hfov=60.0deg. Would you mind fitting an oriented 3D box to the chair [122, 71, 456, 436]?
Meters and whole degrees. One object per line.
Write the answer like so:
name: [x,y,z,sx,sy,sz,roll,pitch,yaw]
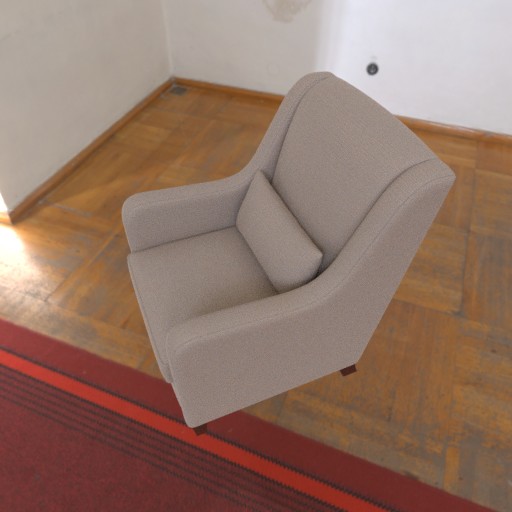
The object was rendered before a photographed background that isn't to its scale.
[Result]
chair: [0.000,0.000,1.636,0.896,1.017,0.715,-17,49,-16]
